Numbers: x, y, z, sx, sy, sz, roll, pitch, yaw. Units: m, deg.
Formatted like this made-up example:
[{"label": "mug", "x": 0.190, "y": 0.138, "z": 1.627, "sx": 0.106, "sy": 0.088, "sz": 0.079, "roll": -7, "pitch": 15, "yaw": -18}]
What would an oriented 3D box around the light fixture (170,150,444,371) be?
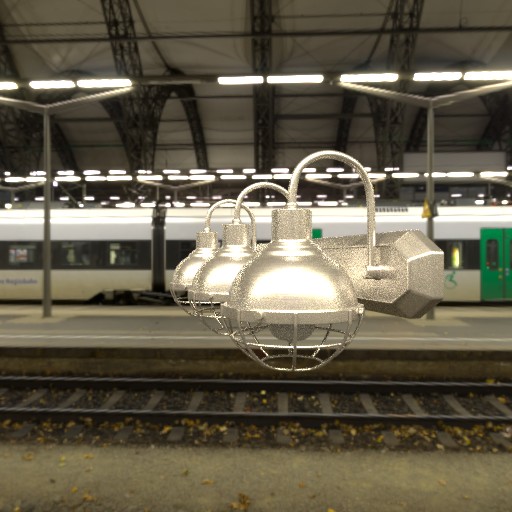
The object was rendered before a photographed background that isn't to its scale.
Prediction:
[{"label": "light fixture", "x": 0.000, "y": 0.000, "z": 0.754, "sx": 0.229, "sy": 0.254, "sz": 0.634, "roll": 0, "pitch": 0, "yaw": -18}]
